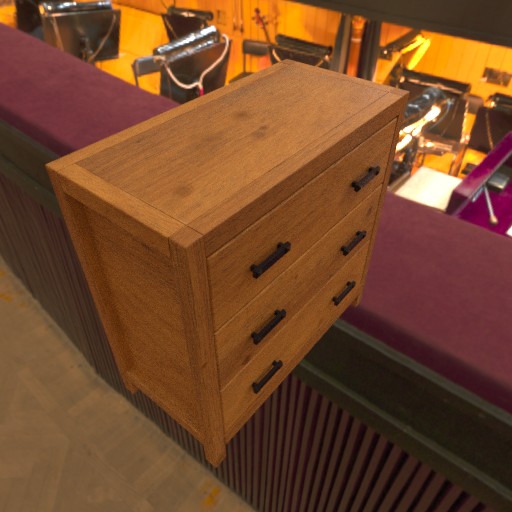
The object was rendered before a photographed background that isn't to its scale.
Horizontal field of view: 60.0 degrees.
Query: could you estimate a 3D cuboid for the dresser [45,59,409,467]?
[{"bbox_3d":[0.000,0.000,1.275,0.427,0.804,0.804,29,49,28],"label":"dresser"}]
